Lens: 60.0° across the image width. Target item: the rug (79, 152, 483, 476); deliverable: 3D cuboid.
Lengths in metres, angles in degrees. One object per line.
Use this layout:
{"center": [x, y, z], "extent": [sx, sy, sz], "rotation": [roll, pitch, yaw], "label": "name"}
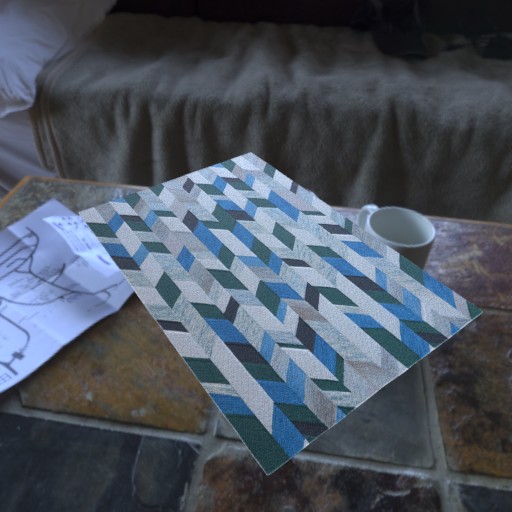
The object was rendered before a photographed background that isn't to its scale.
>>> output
{"center": [0.000, 0.000, 2.279], "extent": [1.229, 0.005, 1.827], "rotation": [-25, 47, -26], "label": "rug"}
